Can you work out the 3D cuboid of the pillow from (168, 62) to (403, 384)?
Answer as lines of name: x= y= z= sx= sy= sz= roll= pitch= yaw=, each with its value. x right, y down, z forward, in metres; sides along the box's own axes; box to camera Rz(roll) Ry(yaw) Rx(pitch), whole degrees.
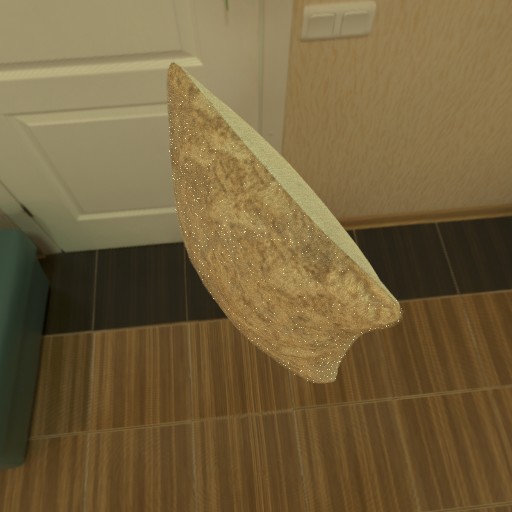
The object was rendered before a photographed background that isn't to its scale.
pillow: x=0.000 y=0.000 z=0.842 sx=0.216 sy=0.525 sz=0.538 roll=-32 pitch=68 yaw=-15
